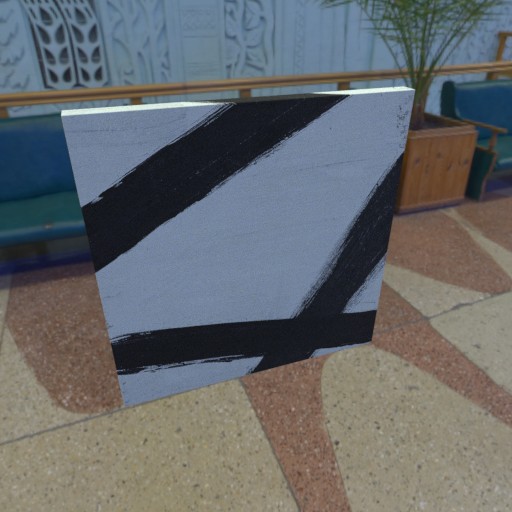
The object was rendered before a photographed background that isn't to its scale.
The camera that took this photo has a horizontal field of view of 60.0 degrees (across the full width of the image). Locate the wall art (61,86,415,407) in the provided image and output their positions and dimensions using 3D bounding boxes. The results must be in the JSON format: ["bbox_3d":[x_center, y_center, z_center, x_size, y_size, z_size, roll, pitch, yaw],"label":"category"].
[{"bbox_3d":[0.000,0.000,1.124,0.765,0.765,0.046,-10,32,-17],"label":"wall art"}]
